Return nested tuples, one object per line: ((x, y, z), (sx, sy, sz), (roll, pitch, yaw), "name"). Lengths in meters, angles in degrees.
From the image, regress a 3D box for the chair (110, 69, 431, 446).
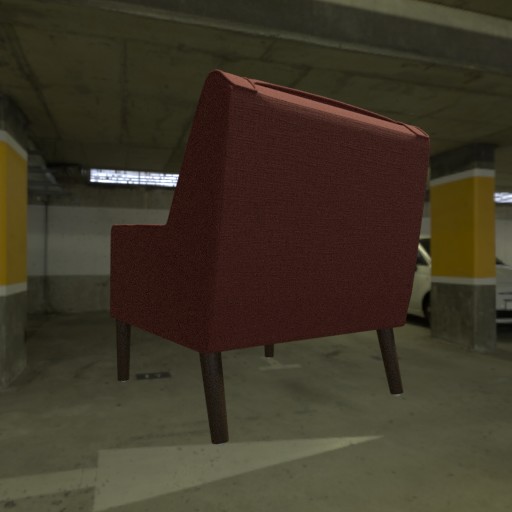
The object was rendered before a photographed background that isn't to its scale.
((0.000, 0.000, 1.354), (0.680, 0.812, 0.770), (0, -1, -35), "chair")
